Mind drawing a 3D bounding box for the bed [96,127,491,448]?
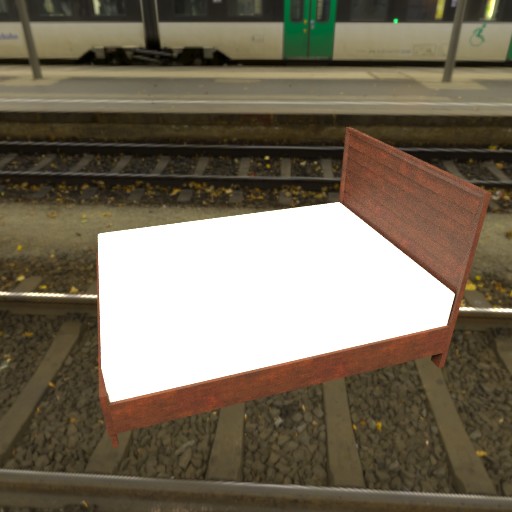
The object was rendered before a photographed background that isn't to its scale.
[{"bbox_3d":[0.000,0.000,3.099,2.184,1.270,1.600,-9,31,-16],"label":"bed"}]
